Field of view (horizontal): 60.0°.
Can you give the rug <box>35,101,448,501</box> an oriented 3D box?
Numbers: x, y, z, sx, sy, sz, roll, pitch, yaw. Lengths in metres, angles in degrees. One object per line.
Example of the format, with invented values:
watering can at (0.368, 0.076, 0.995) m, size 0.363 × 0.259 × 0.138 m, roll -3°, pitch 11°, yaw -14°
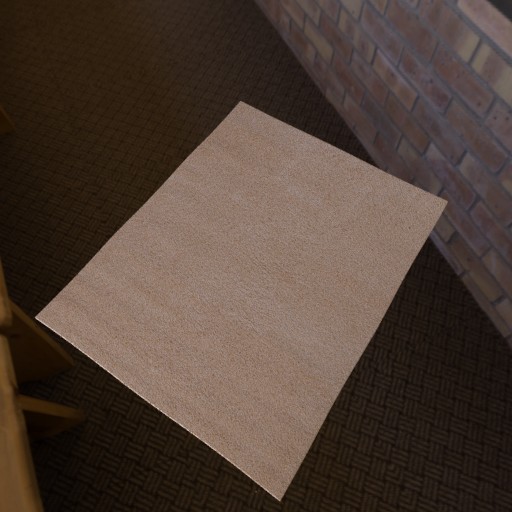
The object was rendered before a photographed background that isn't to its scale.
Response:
rug at (0.000, 0.000, 3.954) m, size 2.400 × 0.025 × 3.000 m, roll 30°, pitch 66°, yaw 15°
